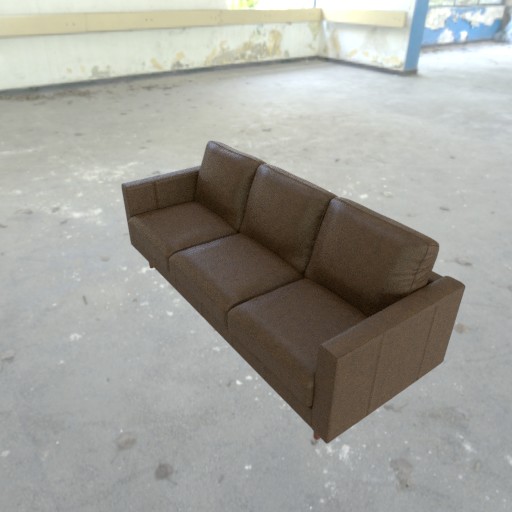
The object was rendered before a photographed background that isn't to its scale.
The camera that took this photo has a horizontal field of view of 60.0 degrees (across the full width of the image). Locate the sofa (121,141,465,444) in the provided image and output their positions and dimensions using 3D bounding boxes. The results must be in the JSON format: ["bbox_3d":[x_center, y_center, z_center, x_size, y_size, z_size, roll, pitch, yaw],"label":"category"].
[{"bbox_3d":[0.000,0.000,2.806,0.903,0.930,2.231,-21,37,-30],"label":"sofa"}]
